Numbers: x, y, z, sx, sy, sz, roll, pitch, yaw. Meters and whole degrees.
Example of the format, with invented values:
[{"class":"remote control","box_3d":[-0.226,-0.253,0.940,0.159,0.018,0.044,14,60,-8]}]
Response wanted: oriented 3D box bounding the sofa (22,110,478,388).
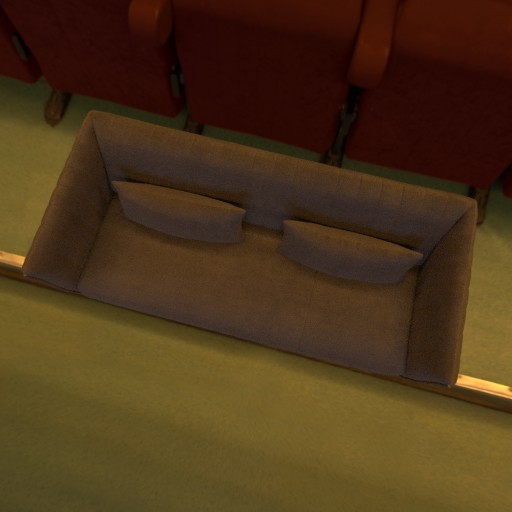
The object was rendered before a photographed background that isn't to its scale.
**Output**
[{"class":"sofa","box_3d":[0.000,0.000,2.340,1.980,0.780,0.876,14,76,4]}]
